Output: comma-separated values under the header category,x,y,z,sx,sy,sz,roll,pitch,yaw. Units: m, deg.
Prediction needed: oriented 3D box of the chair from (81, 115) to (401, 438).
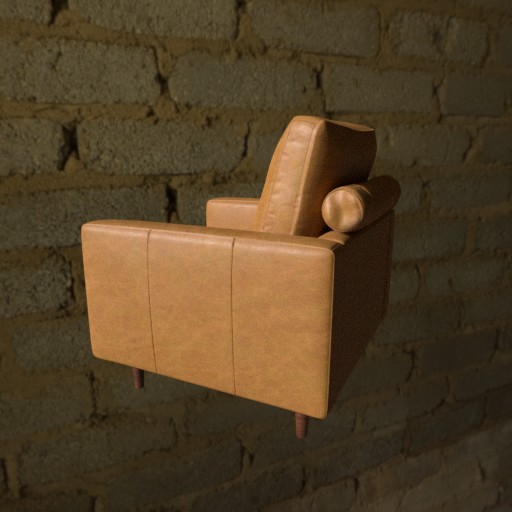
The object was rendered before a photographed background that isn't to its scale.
category,x,y,z,sx,sy,sz,roll,pitch,yaw
chair,0.000,0.000,1.544,0.868,0.896,0.831,7,15,26
